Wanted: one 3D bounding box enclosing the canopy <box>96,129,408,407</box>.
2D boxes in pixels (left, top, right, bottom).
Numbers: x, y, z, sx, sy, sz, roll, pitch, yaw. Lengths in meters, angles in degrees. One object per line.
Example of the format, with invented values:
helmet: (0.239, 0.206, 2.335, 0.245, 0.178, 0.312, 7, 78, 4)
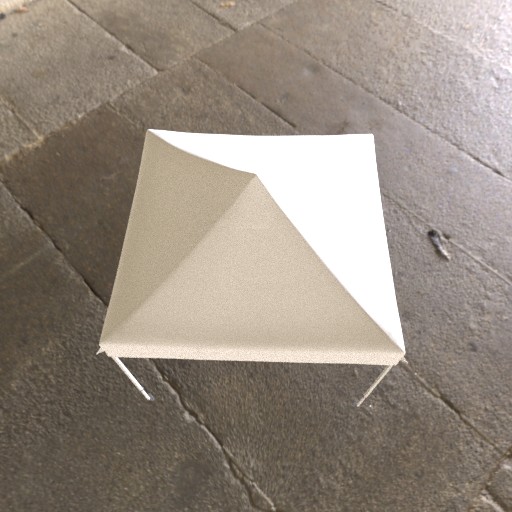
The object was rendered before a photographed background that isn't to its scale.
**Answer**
canopy: (0.000, 0.000, 5.507, 2.994, 2.998, 2.996, 2, 59, 1)
